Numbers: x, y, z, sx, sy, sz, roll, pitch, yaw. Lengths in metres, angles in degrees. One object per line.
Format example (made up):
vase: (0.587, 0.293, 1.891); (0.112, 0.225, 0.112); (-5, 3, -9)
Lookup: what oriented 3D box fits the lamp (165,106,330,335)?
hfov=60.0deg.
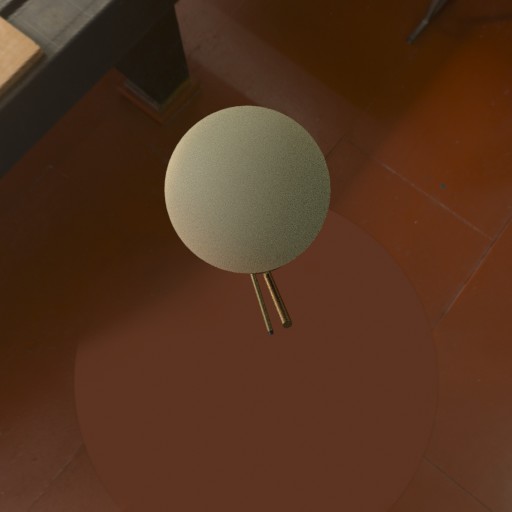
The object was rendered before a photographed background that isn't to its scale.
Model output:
lamp: (0.000, 0.000, 0.677); (0.210, 0.552, 0.251); (-17, 77, -4)
